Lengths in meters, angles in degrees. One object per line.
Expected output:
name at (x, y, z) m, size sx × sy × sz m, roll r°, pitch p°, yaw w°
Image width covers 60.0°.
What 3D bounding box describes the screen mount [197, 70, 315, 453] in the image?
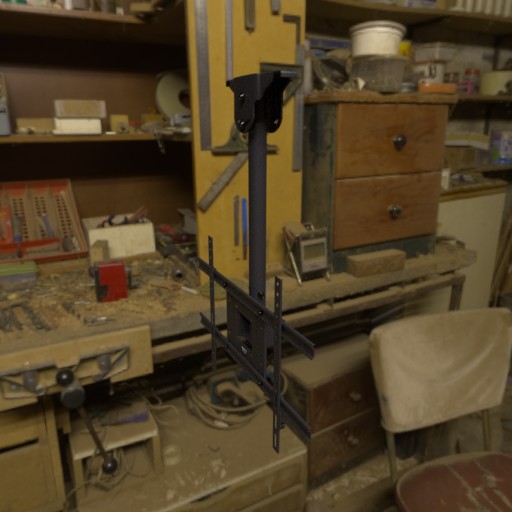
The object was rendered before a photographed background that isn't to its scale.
screen mount at (0.000, 0.000, 1.027) m, size 0.090 × 0.775 × 0.595 m, roll -8°, pitch 19°, yaw -26°
